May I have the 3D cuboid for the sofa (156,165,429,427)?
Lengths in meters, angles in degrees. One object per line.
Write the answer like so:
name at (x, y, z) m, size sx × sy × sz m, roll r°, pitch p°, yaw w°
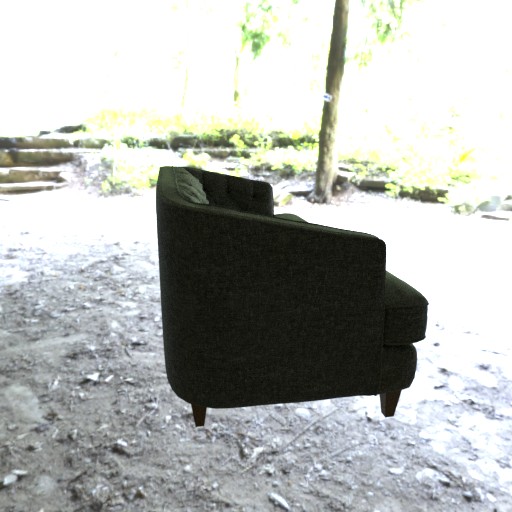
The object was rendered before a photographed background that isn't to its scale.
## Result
sofa at (0.000, 0.000, 2.250) m, size 0.941 × 0.855 × 1.733 m, roll -3°, pitch 16°, yaw -11°
